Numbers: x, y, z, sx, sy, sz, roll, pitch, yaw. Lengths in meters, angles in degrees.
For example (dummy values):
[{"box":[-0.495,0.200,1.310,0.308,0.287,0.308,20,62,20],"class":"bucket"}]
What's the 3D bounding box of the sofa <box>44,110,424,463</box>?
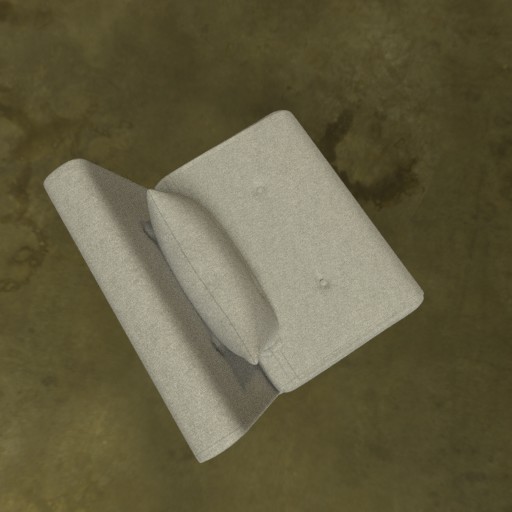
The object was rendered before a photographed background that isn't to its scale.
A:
[{"box":[0.000,0.000,1.739,1.000,0.825,1.020,-32,78,-7],"class":"sofa"}]
